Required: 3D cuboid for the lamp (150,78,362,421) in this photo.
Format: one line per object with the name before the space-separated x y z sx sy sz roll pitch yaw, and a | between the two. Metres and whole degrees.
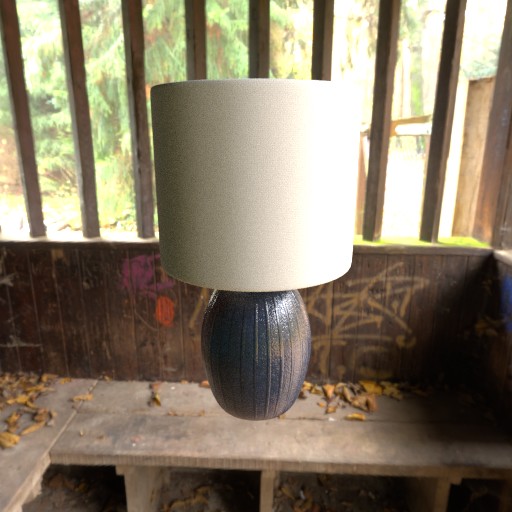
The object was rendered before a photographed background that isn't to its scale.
lamp | 0.000 0.000 0.778 0.329 0.570 0.329 -8 18 -25
